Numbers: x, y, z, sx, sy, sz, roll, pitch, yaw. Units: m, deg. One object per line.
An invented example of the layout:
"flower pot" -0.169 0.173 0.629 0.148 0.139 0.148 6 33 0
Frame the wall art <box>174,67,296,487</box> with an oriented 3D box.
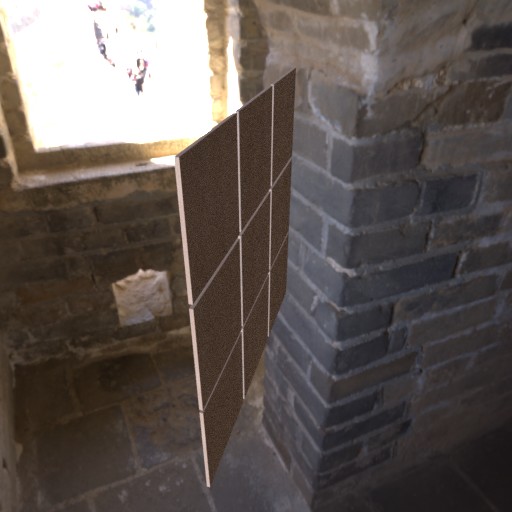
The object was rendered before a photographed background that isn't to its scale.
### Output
"wall art" 0.000 0.000 1.764 0.013 1.218 1.219 9 33 14
